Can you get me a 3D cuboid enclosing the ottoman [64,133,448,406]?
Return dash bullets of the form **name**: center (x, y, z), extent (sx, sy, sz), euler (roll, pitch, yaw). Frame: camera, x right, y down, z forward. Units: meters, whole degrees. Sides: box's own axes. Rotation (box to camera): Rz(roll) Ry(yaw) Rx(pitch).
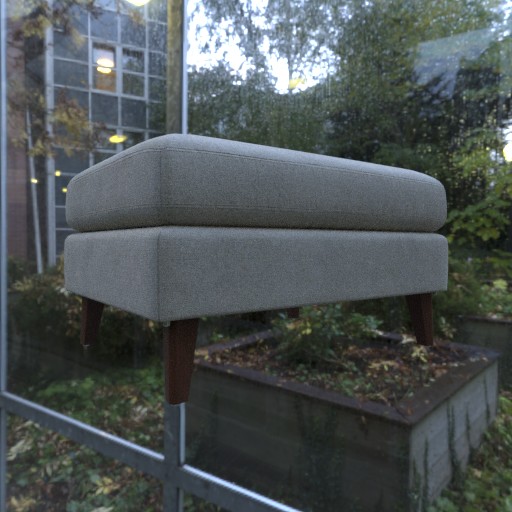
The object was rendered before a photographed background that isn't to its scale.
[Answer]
- **ottoman**: center (0.000, 0.000, 1.162), extent (0.823, 0.478, 0.610), euler (-1, 2, -36)
